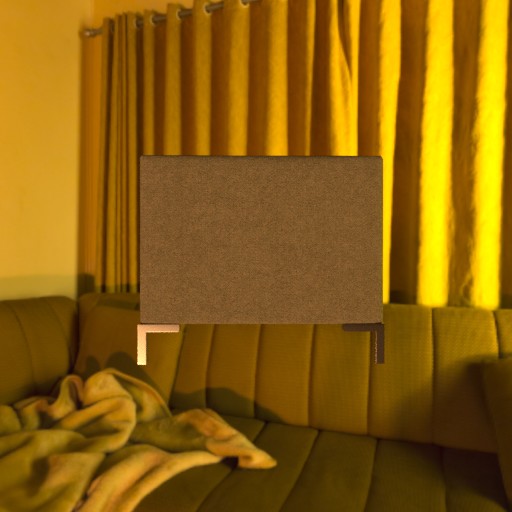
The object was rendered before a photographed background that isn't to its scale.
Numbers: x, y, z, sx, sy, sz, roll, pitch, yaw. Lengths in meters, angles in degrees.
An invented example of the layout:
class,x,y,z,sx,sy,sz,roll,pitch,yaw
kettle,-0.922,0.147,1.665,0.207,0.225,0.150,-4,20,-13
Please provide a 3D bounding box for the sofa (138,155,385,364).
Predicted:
class,x,y,z,sx,sy,sz,roll,pitch,yaw
sofa,0.000,0.000,2.424,0.797,0.657,2.102,0,1,-1
